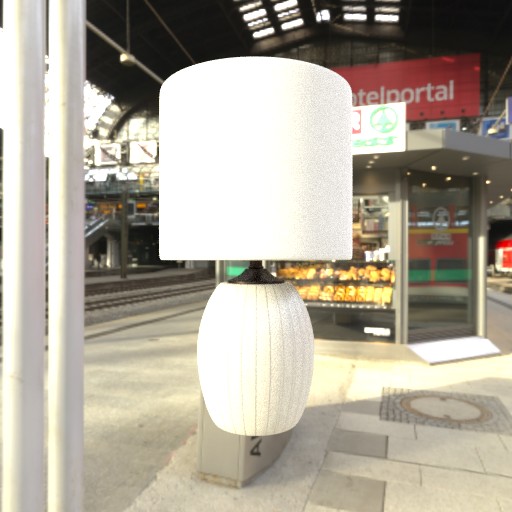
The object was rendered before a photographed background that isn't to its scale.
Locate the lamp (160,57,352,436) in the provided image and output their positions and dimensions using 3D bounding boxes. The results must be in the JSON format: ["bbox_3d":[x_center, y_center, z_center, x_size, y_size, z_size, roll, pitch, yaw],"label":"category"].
[{"bbox_3d":[0.000,0.000,0.772,0.328,0.570,0.328,0,0,0],"label":"lamp"}]
